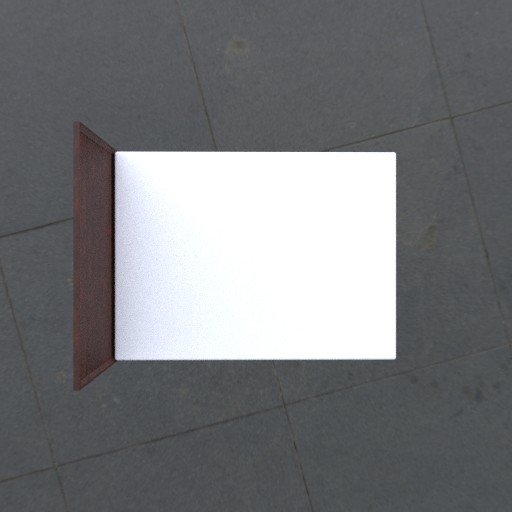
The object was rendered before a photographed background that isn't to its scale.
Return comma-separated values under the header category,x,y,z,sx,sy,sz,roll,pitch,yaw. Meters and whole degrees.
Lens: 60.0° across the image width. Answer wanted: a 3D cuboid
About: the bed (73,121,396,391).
category,x,y,z,sx,sy,sz,roll,pitch,yaw
bed,0.000,0.000,3.280,2.184,1.270,1.600,0,90,-1
